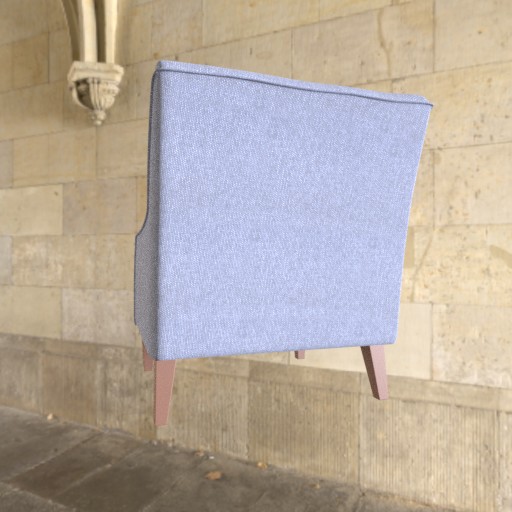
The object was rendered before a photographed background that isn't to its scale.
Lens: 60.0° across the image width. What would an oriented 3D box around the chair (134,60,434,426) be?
[{"bbox_3d":[0.000,0.000,1.542,0.780,0.919,0.899,0,0,-18],"label":"chair"}]
